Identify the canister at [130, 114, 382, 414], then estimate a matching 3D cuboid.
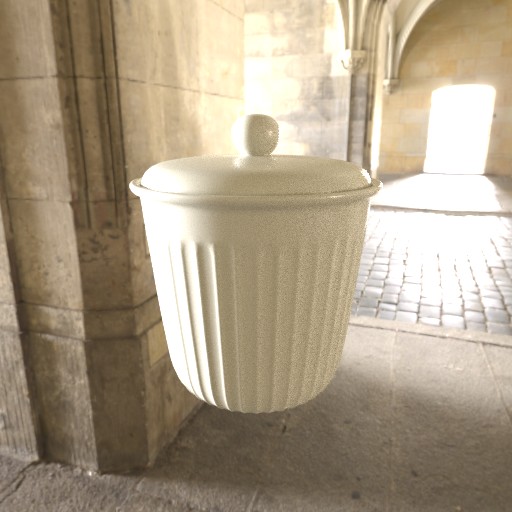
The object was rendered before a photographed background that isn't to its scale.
[{"bbox_3d":[0.000,0.000,0.345,0.181,0.211,0.181,0,16,0],"label":"canister"}]
